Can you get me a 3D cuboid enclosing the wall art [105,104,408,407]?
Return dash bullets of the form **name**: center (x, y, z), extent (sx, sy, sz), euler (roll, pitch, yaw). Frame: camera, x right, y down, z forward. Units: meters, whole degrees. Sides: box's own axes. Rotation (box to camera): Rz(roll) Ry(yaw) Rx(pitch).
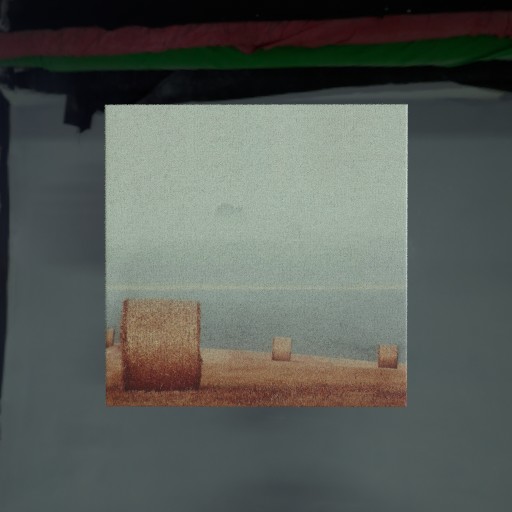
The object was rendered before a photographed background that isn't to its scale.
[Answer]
- **wall art**: center (0.000, 0.000, 1.134), extent (0.760, 0.760, 0.042), euler (0, 0, 0)
